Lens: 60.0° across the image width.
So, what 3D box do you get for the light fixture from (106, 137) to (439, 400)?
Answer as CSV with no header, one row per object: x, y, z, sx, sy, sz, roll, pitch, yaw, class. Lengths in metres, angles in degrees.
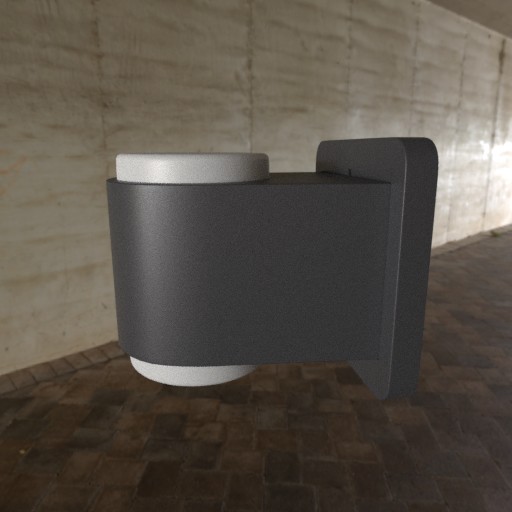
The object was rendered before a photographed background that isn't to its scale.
0.000,0.000,0.213,0.132,0.109,0.109,-2,14,-9,light fixture
